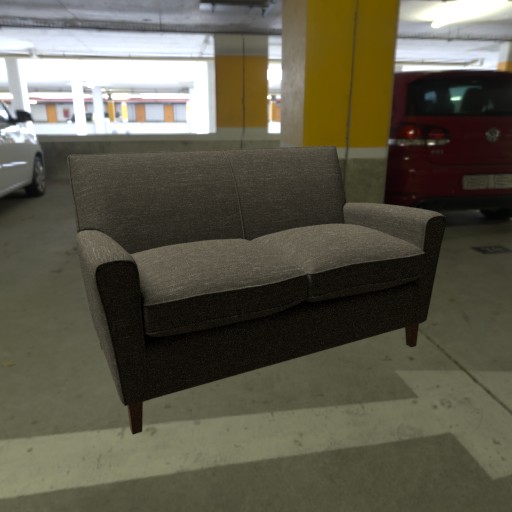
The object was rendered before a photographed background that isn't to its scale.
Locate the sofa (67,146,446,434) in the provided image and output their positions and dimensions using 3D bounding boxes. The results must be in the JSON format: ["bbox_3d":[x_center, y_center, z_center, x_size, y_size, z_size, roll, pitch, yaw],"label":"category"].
[{"bbox_3d":[0.000,0.000,2.032,1.509,0.905,0.867,-9,19,-26],"label":"sofa"}]
